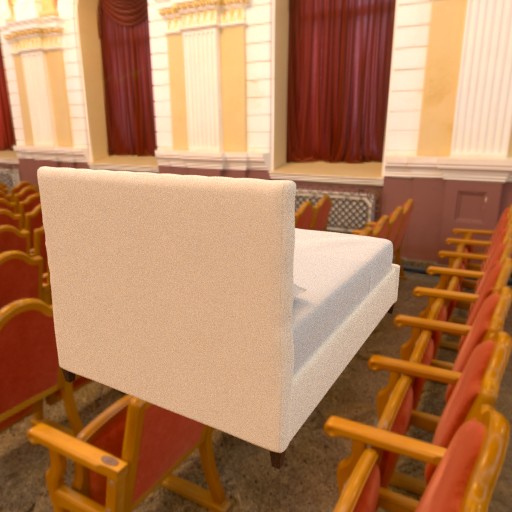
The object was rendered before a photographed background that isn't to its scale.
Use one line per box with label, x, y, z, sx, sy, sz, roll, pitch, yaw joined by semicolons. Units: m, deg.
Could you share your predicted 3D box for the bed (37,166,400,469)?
bed;0.000;0.000;3.389;1.698;1.427;2.387;9;18;29
